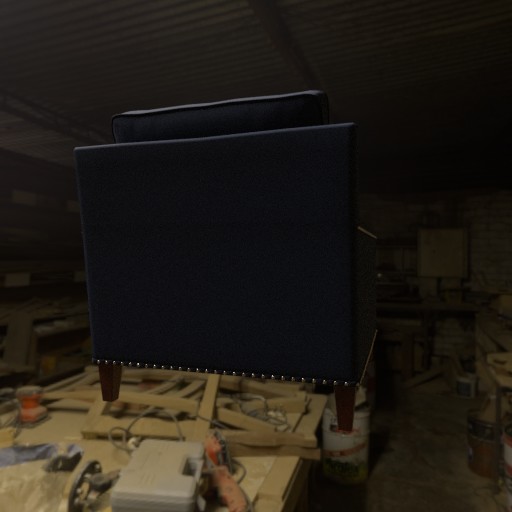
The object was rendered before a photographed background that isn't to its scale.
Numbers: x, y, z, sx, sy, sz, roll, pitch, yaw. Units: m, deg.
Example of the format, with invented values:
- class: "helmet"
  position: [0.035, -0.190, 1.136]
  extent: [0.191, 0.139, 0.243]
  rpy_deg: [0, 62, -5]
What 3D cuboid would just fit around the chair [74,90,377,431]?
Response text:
- class: "chair"
  position: [0.000, 0.000, 1.690]
  extent: [0.853, 0.943, 1.014]
  rpy_deg: [0, 0, 18]
